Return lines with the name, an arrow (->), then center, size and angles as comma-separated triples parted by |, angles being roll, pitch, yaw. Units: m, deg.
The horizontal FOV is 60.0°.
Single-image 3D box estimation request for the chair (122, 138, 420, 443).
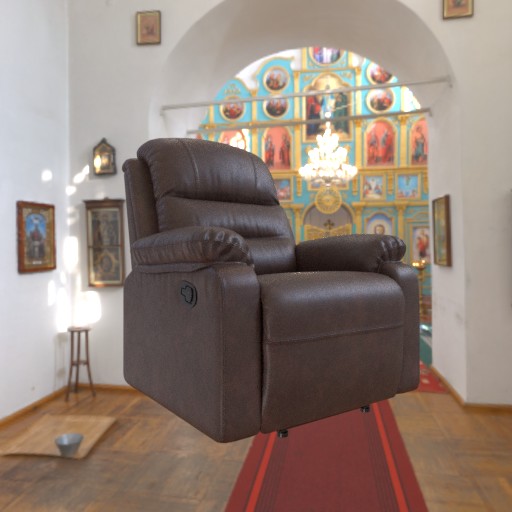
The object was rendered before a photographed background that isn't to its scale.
chair -> 0.000, 0.000, 1.622 | 0.855, 0.992, 0.919 | 0, 0, -35
